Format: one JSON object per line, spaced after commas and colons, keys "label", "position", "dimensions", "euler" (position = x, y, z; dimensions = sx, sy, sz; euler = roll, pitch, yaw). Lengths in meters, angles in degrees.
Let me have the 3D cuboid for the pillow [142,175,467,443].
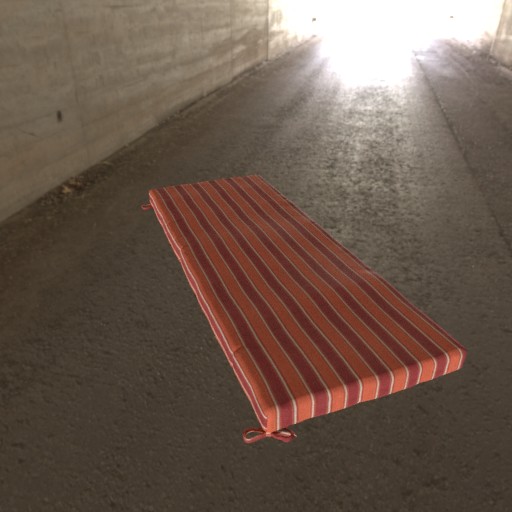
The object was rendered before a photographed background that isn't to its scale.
{"label": "pillow", "position": [0.000, 0.000, 1.302], "dimensions": [0.492, 0.081, 1.187], "euler": [-11, 32, -19]}
